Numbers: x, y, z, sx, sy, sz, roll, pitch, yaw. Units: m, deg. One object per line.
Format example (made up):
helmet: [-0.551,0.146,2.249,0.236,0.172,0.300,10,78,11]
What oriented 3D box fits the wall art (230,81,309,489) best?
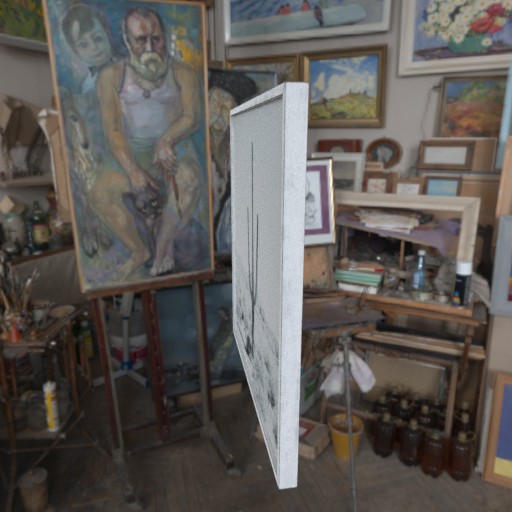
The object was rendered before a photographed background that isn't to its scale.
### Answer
wall art: [0.000,0.000,1.151,0.038,0.762,0.762,-3,15,-9]
